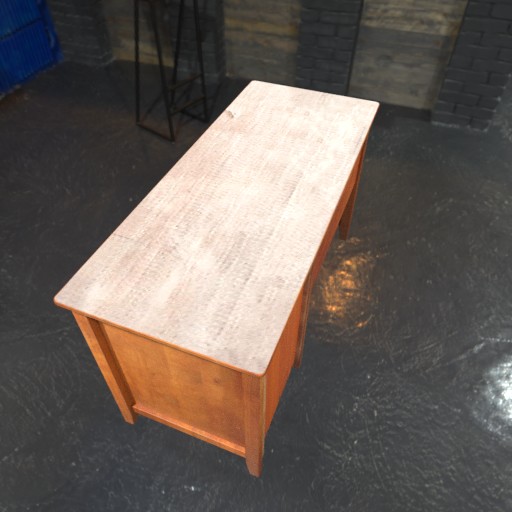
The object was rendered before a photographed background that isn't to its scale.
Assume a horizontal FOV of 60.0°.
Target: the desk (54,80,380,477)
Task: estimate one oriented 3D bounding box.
[{"bbox_3d":[0.000,0.000,1.747,0.574,0.756,1.353,16,48,15],"label":"desk"}]
